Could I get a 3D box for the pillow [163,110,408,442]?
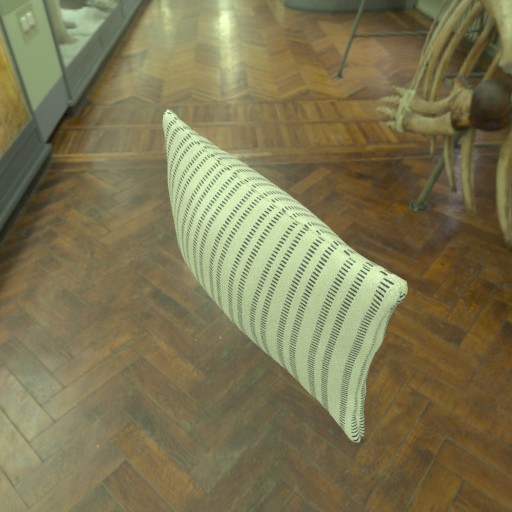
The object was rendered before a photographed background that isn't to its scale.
[{"bbox_3d":[0.000,0.000,0.823,0.210,0.353,0.640,-24,46,-26],"label":"pillow"}]
